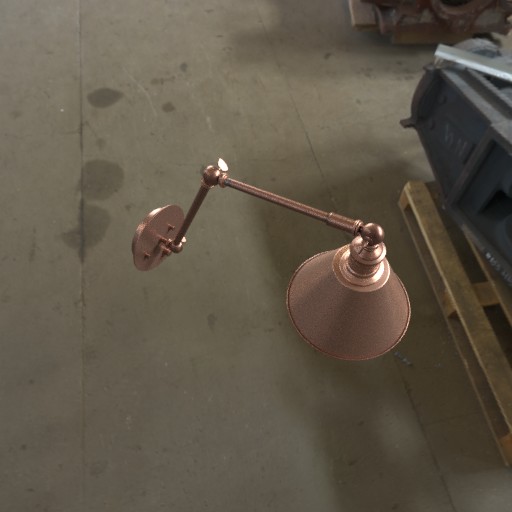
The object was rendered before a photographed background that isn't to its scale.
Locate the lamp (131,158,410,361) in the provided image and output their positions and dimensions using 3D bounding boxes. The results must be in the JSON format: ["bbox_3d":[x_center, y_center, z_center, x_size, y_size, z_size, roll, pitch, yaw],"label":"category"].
[{"bbox_3d":[0.000,0.000,0.885,0.624,0.502,0.223,29,62,17],"label":"lamp"}]
